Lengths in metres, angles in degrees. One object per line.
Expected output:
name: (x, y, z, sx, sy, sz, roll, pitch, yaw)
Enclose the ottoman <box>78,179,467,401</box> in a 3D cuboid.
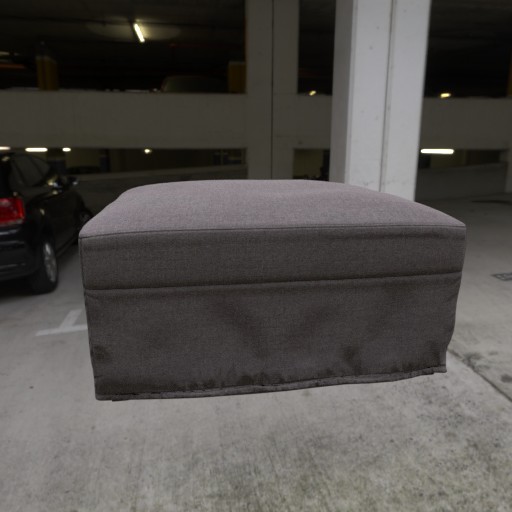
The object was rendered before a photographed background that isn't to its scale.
ottoman: (0.000, 0.000, 1.330, 0.840, 0.436, 0.843, -2, 14, -9)
